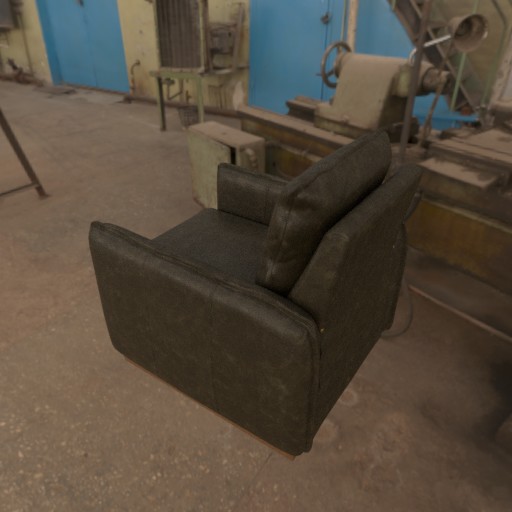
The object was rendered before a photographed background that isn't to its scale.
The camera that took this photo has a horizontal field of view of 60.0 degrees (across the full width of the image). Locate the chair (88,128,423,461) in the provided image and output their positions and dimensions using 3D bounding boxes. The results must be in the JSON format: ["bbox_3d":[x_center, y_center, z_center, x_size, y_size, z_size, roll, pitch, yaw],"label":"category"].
[{"bbox_3d":[0.000,0.000,1.619,0.921,0.921,0.830,20,37,29],"label":"chair"}]
